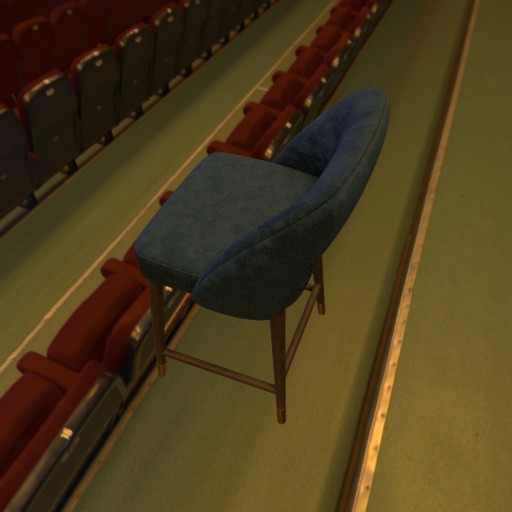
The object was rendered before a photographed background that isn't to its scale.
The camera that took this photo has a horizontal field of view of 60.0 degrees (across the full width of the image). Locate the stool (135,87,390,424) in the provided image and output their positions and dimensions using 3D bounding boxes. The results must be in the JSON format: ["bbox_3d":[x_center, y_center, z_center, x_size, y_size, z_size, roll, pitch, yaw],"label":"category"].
[{"bbox_3d":[0.000,0.000,1.223,0.524,0.925,0.536,17,49,15],"label":"stool"}]
